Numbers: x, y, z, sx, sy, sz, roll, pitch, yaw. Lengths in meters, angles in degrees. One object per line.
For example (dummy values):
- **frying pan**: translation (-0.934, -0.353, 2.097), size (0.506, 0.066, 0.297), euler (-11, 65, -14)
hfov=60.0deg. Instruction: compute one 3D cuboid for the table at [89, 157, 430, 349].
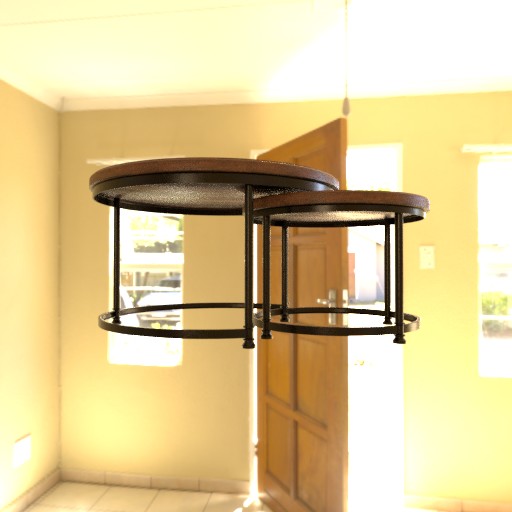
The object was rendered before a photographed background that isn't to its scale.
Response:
- **table**: translation (0.000, 0.000, 1.610), size (1.152, 0.516, 0.870), euler (0, -1, -1)
